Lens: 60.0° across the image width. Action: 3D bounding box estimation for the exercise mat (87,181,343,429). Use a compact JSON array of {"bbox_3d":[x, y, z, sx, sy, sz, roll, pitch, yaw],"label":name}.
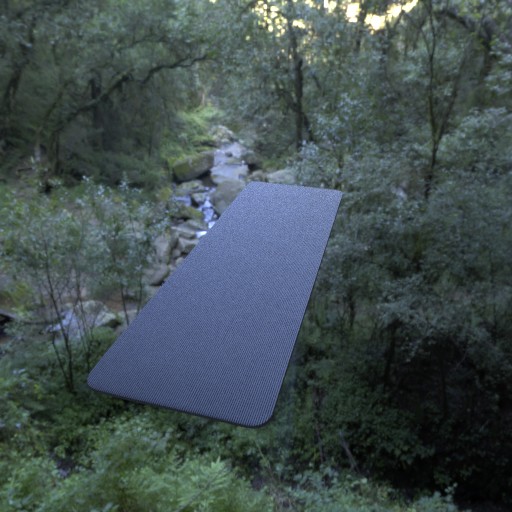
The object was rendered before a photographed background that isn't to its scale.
[{"bbox_3d":[0.000,0.000,2.112,0.616,0.021,1.884,8,31,14],"label":"exercise mat"}]
